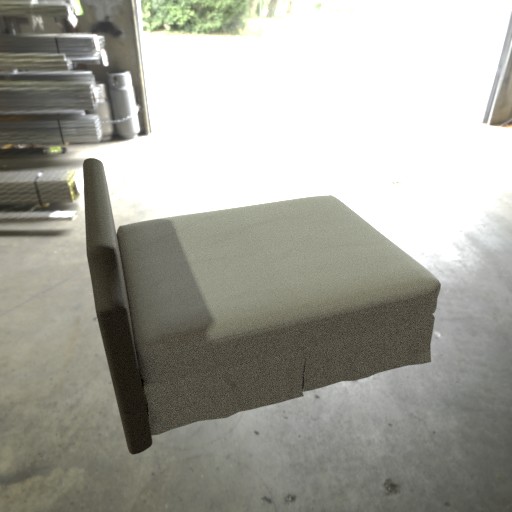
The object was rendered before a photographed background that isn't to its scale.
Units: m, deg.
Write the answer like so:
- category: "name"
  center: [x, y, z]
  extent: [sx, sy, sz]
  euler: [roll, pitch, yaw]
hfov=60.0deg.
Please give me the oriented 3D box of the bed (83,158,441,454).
- category: "bed"
  center: [0.000, 0.000, 3.274]
  extent: [2.181, 1.297, 1.831]
  euler: [-10, 33, -16]
